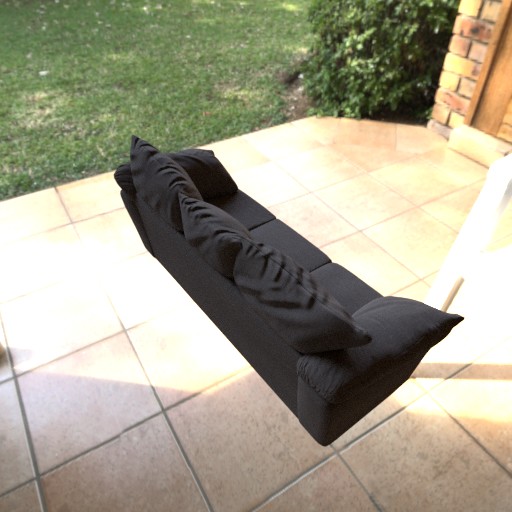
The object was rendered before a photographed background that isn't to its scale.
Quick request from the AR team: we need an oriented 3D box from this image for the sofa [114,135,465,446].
[{"bbox_3d":[0.000,0.000,2.890,0.927,1.043,2.390,-27,48,-27],"label":"sofa"}]
